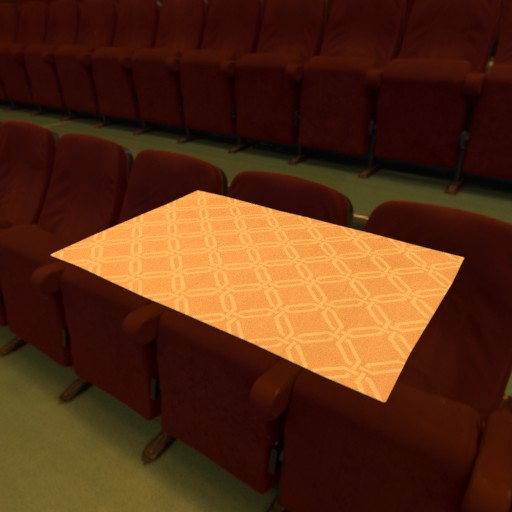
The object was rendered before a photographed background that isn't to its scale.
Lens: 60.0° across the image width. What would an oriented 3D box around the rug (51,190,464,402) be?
[{"bbox_3d":[0.000,0.000,2.215,1.745,0.010,1.146,18,33,29],"label":"rug"}]
